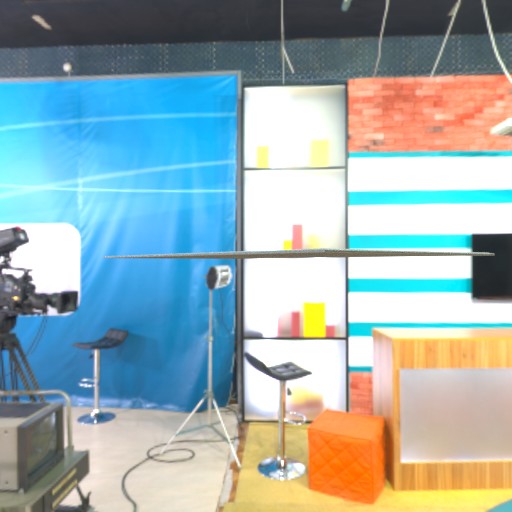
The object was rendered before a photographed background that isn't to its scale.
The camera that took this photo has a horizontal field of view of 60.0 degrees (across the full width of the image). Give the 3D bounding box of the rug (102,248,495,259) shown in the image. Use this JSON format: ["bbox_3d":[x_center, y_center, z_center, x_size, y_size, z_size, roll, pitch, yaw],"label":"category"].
[{"bbox_3d":[0.000,0.000,1.433,0.604,0.007,1.219,1,-1,-36],"label":"rug"}]
